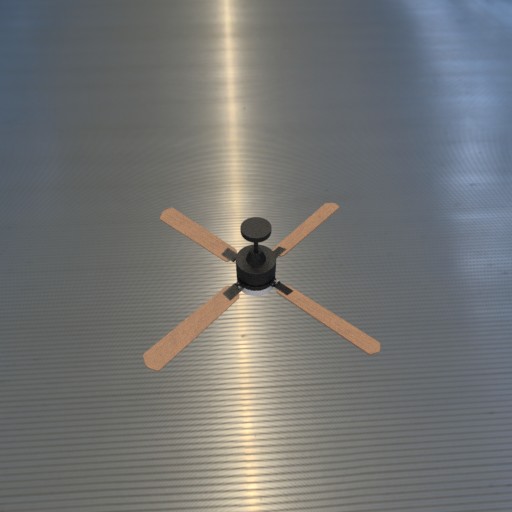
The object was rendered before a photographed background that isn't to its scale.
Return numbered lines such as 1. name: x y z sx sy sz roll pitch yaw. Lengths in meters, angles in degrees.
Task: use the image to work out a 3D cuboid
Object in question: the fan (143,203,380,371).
1. fan: 0.000 0.000 2.017 1.320 0.355 1.320 32 54 27
